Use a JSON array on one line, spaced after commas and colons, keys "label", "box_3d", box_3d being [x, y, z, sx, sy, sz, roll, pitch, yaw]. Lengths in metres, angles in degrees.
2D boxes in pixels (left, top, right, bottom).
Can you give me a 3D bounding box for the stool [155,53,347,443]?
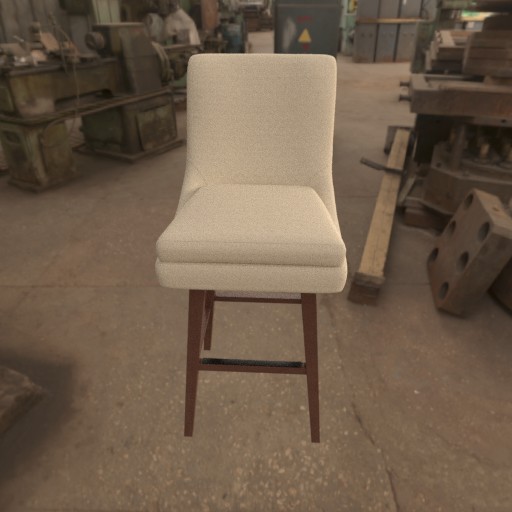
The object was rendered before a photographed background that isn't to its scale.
[{"label": "stool", "box_3d": [0.000, 0.000, 1.368, 0.483, 1.093, 0.559, 2, 30, 3]}]
